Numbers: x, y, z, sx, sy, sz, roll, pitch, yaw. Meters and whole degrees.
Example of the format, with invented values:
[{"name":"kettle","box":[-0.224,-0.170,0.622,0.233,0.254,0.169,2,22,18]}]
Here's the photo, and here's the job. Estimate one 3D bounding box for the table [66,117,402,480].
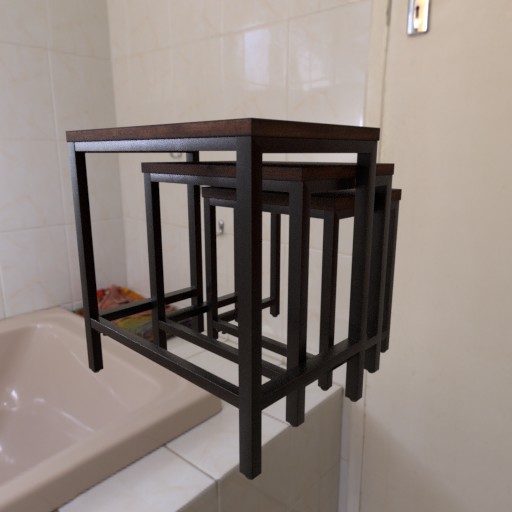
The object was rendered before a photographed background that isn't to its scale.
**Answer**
[{"name":"table","box":[0.000,0.000,1.139,0.608,0.616,0.660,12,18,42]}]
